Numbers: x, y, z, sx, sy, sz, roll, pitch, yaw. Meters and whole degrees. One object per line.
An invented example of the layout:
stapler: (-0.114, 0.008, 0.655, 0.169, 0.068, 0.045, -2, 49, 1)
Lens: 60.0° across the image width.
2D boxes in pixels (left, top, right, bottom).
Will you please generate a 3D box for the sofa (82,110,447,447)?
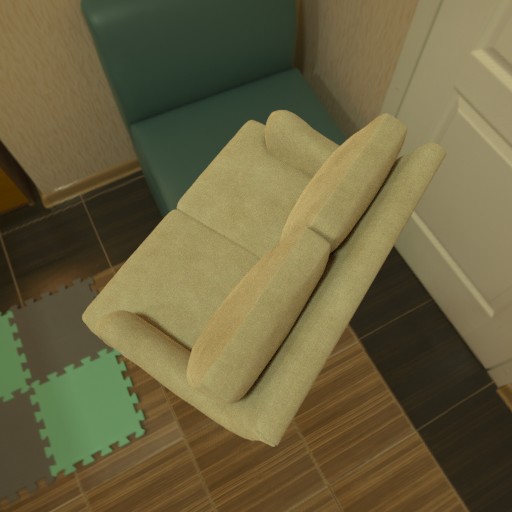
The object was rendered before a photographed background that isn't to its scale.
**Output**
sofa: (0.000, 0.000, 2.207, 1.086, 1.087, 1.498, 30, 68, 14)
